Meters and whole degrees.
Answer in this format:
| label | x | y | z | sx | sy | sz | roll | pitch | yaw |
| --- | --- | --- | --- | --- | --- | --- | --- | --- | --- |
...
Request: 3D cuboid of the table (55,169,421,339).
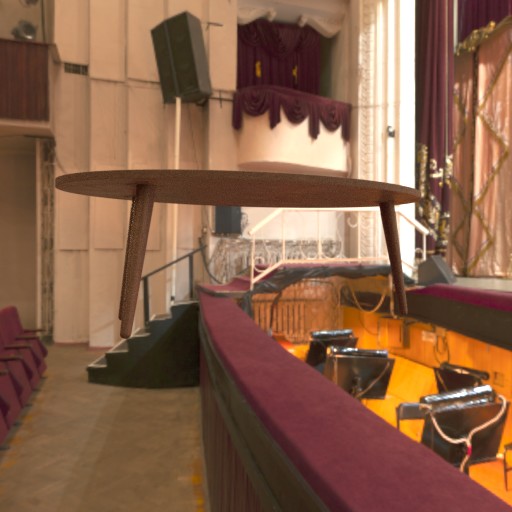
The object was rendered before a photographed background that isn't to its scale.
| label | x | y | z | sx | sy | sz | roll | pitch | yaw |
| --- | --- | --- | --- | --- | --- | --- | --- | --- | --- |
| table | 0.000 | 0.000 | 1.306 | 1.083 | 0.390 | 0.542 | 0 | 0 | -18 |
